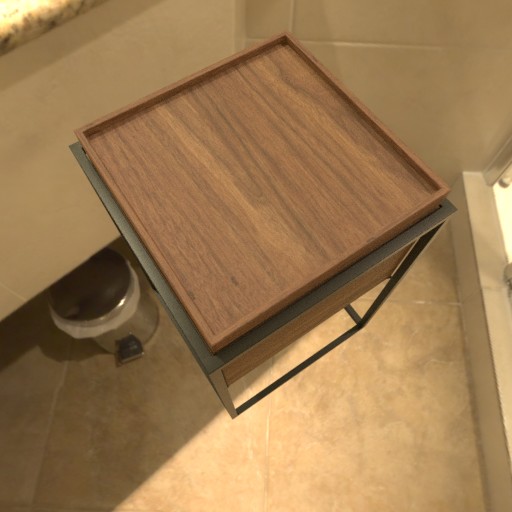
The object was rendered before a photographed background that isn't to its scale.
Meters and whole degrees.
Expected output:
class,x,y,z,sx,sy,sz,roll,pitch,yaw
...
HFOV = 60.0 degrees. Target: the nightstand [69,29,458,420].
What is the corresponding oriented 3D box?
class,x,y,z,sx,sy,sz,roll,pitch,yaw
nightstand,0.000,0.000,0.866,0.397,0.607,0.397,-31,69,-14
